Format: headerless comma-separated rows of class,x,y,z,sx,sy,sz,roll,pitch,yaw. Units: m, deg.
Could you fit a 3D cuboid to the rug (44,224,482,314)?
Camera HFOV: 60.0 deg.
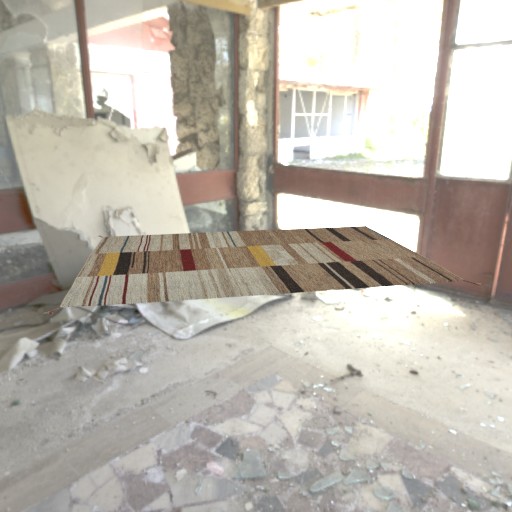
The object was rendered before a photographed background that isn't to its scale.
rug,0.000,0.000,2.471,1.918,0.007,1.268,-3,17,-10
